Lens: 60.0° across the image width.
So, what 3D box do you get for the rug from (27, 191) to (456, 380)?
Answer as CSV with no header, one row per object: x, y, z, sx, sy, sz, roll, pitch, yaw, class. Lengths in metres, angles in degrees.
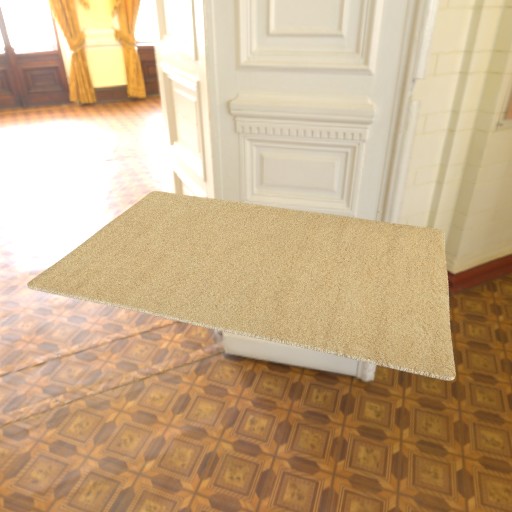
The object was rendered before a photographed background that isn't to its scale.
0.000,0.000,2.886,2.349,0.026,1.500,10,32,15,rug
